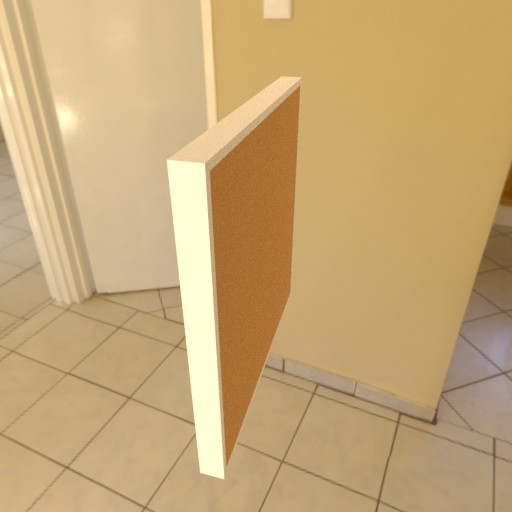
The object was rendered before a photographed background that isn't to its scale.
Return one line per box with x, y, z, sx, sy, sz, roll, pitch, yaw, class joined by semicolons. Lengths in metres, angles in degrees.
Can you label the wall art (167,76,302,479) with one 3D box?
0.000;0.000;0.462;0.024;0.304;0.304;8;32;13;wall art
